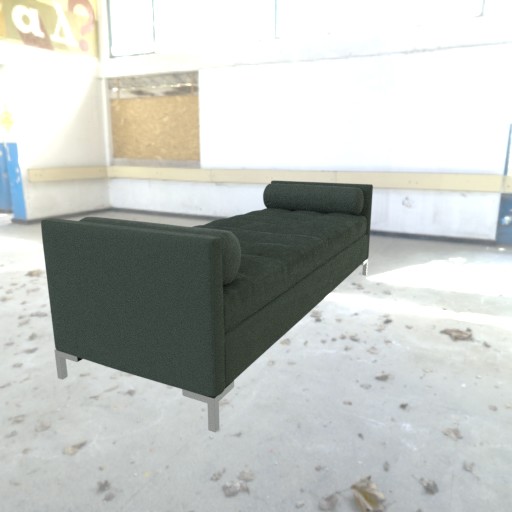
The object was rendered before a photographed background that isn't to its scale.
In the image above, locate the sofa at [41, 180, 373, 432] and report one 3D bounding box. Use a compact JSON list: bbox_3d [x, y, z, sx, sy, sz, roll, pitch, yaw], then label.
[{"bbox_3d":[0.000,0.000,2.461,0.797,0.657,2.102,7,16,27],"label":"sofa"}]
